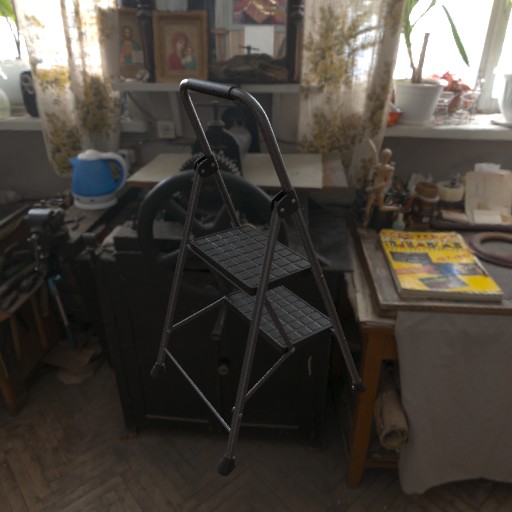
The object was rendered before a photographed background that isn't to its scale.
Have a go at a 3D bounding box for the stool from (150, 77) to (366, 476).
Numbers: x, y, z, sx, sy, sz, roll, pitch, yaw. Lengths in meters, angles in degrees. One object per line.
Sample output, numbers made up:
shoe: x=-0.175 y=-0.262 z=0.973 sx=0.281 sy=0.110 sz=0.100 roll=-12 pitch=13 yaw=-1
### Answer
stool: x=0.000 y=0.000 z=1.164 sx=0.514 sy=0.872 sz=0.450 roll=-18 pitch=33 yaw=-30
